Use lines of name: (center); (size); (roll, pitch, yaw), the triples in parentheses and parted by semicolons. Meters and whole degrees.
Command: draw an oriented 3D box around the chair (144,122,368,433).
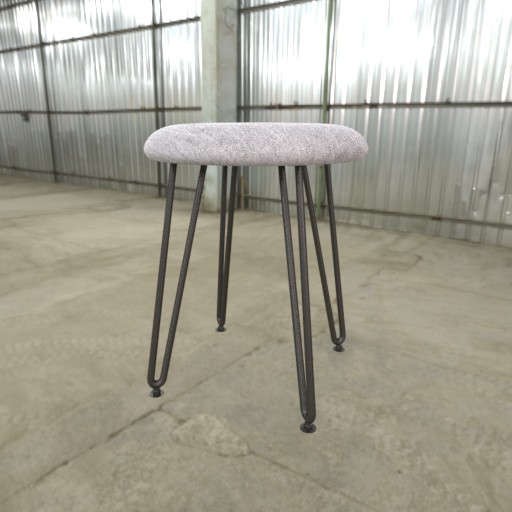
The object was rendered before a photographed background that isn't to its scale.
chair: (0.000, 0.000, 0.671); (0.350, 0.386, 0.350); (-7, 18, -24)
